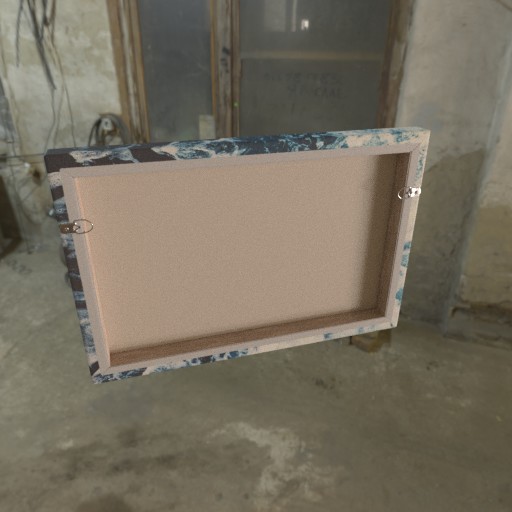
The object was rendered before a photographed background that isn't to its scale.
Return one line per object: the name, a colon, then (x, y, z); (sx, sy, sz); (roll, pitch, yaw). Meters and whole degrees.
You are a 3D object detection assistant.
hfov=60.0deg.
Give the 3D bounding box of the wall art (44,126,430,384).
wall art: (0.000, 0.000, 0.780); (0.609, 0.407, 0.043); (-8, 28, -15)
